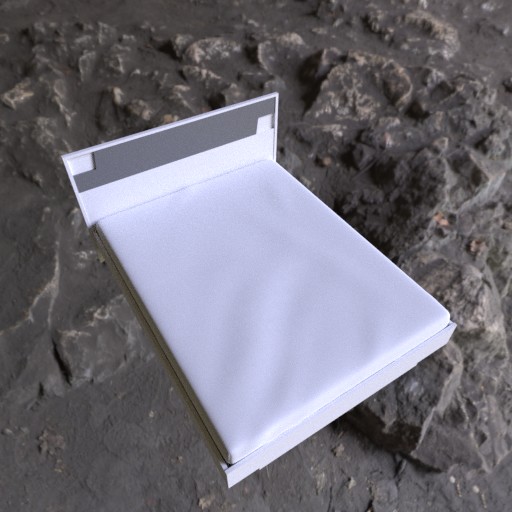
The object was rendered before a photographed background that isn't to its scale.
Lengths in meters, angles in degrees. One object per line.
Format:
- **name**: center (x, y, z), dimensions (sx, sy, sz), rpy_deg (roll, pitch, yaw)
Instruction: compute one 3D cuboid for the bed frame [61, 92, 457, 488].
- **bed frame**: center (0.000, 0.000, 2.976), dimensions (1.711, 1.001, 2.100), rpy_deg (-24, 51, -22)
